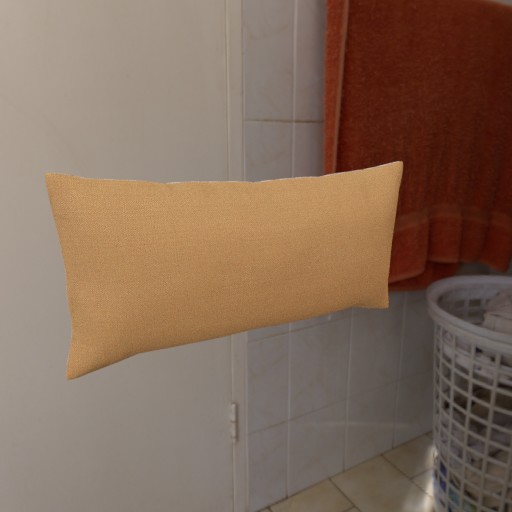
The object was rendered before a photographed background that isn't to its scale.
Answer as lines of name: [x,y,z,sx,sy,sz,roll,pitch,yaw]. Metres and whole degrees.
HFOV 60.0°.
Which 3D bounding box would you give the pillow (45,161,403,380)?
pillow: [0.000,0.000,0.729,0.608,0.291,0.151,-8,17,-26]
